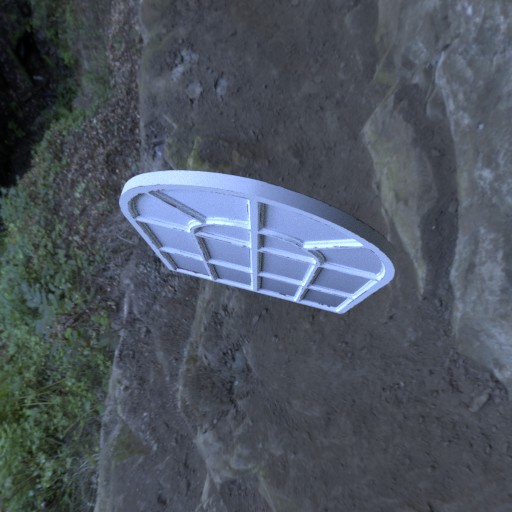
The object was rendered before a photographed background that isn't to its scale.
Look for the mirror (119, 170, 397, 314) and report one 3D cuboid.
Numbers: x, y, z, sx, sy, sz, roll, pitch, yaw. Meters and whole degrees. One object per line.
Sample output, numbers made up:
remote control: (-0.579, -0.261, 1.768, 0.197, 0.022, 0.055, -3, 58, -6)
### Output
mirror: (0.000, 0.000, 1.198, 0.660, 0.920, 0.032, 14, 76, 4)
